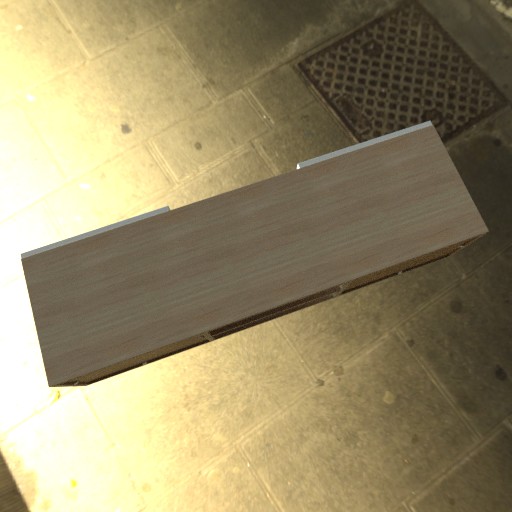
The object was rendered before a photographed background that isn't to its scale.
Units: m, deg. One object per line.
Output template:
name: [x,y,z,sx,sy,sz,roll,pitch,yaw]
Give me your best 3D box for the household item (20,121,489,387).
household item: [0.000,0.000,1.526,1.400,0.310,0.420,-19,75,-5]
